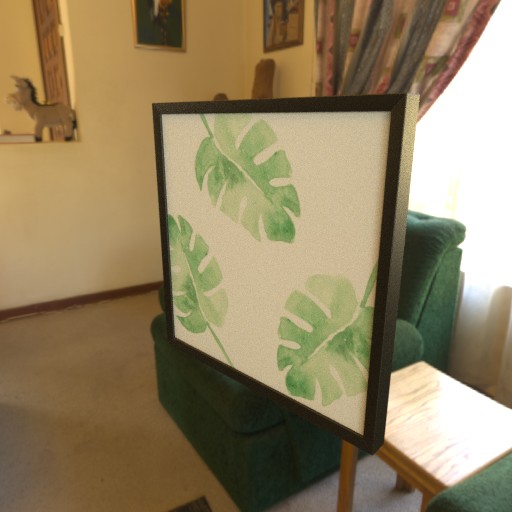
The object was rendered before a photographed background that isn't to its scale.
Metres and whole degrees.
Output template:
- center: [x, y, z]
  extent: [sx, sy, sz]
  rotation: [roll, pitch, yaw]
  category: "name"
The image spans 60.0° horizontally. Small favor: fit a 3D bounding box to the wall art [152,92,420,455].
- center: [0.000, 0.000, 0.762]
  extent: [0.508, 0.508, 0.036]
  rotation: [15, 23, 41]
  category: "wall art"
